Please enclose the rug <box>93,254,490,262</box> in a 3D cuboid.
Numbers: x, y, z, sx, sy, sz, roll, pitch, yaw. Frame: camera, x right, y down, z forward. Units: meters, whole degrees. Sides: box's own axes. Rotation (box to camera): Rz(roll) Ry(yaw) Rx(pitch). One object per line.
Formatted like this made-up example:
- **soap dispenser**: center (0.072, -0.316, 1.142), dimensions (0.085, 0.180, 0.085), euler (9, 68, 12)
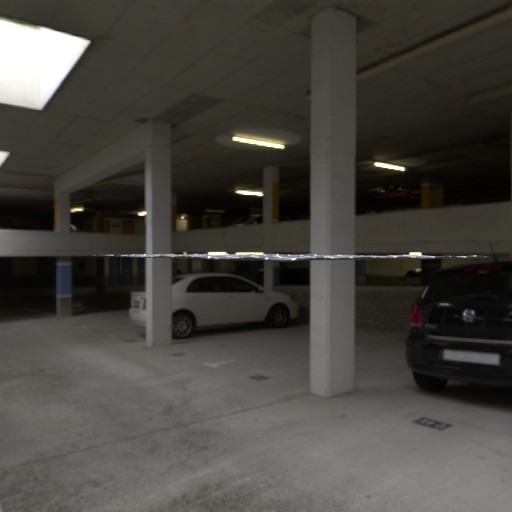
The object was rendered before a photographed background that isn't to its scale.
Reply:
- **rug**: center (0.000, 0.000, 3.073), dimensions (1.529, 0.017, 2.448), euler (0, 1, -36)
